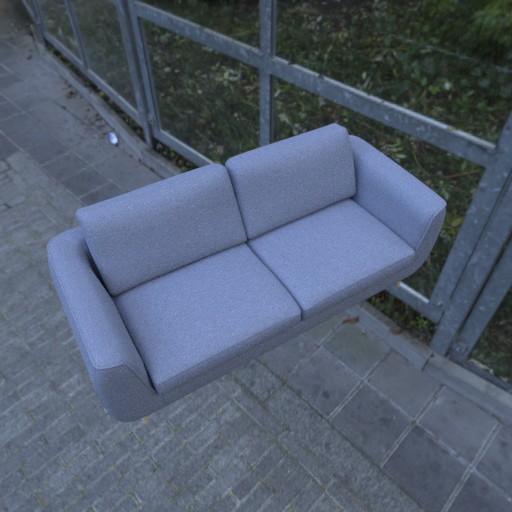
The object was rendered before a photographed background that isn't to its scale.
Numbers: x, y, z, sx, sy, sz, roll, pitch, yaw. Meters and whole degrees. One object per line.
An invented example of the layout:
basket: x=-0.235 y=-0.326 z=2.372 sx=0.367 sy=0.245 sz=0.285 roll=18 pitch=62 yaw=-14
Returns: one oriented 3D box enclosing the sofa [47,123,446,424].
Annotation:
sofa: x=0.000 y=0.000 z=2.491 sx=2.000 sy=0.870 sz=0.920 roll=-24 pitch=50 yaw=-21
